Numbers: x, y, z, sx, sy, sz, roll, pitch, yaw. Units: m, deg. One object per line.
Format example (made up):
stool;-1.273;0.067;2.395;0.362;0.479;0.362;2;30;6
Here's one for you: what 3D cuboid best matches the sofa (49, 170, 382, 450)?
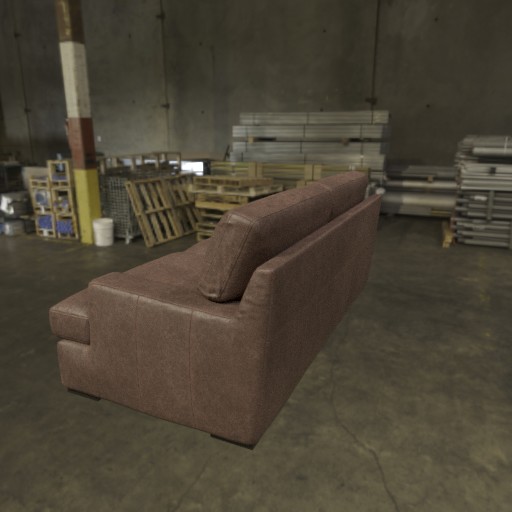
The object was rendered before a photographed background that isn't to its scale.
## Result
sofa;0.000;0.000;2.739;1.143;0.941;2.261;7;17;24
